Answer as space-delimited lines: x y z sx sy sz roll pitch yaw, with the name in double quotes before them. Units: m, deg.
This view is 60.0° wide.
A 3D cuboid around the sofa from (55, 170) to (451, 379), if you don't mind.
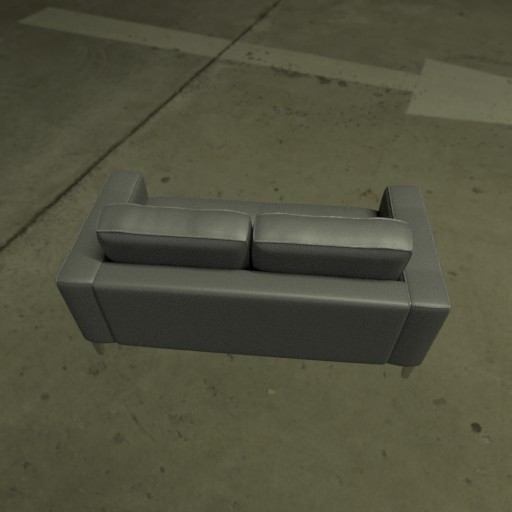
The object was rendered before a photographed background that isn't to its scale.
"sofa" 0.000 0.000 2.275 1.726 0.892 0.833 4 47 3
